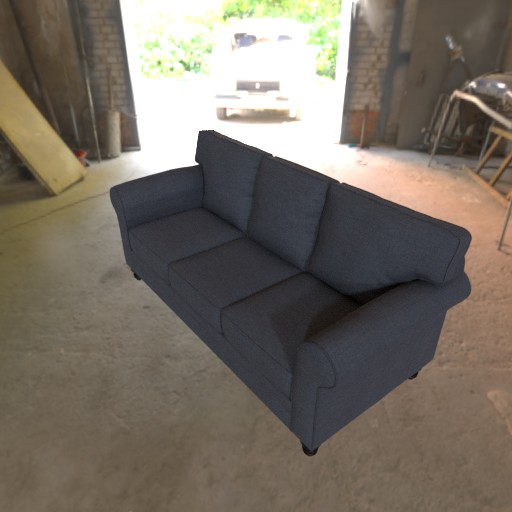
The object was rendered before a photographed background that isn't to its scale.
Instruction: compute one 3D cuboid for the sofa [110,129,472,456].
[{"bbox_3d":[0.000,0.000,2.556,0.909,0.966,2.084,-22,37,-32],"label":"sofa"}]
